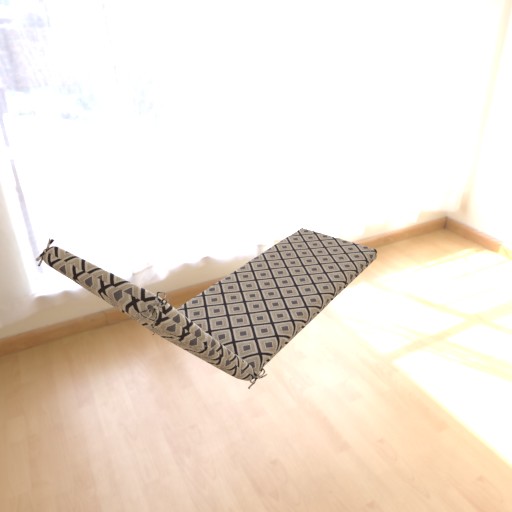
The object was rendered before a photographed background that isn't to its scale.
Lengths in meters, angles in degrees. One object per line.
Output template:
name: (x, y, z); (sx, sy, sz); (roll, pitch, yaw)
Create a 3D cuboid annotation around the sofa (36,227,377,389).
sofa: (0.000, 0.000, 1.977); (0.582, 0.622, 1.663); (20, 35, 32)
